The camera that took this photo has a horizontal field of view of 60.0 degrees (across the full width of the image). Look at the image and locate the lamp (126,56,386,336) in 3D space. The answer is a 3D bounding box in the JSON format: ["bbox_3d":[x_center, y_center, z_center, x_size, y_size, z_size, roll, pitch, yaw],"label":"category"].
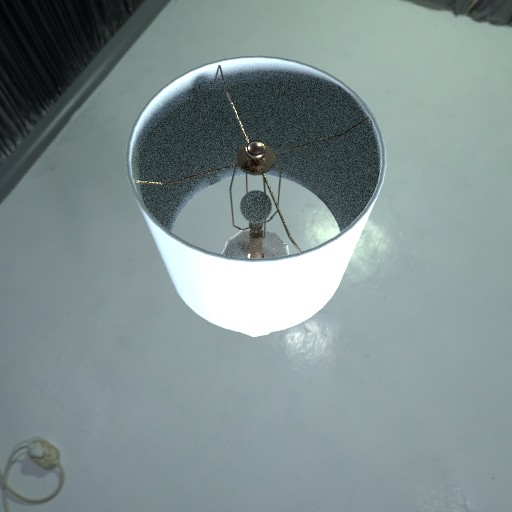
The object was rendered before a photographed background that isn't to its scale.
[{"bbox_3d":[0.000,0.000,0.713,0.277,0.534,0.277,18,65,8],"label":"lamp"}]
